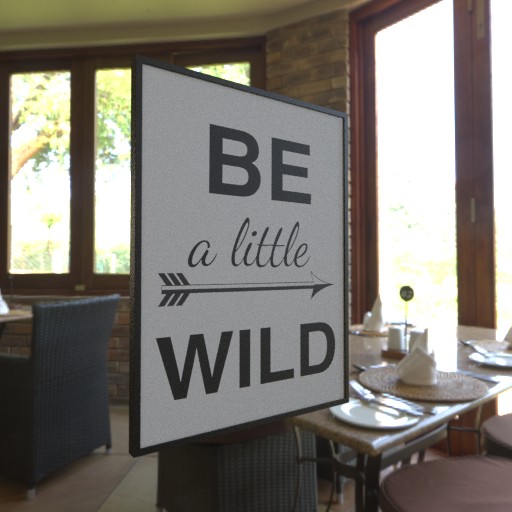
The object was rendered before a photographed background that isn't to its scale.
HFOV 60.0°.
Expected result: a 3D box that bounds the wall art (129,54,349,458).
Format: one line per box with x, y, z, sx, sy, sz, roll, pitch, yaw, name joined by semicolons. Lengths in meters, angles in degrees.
0.000;0.000;1.412;0.806;1.062;0.038;1;-1;-35;wall art
